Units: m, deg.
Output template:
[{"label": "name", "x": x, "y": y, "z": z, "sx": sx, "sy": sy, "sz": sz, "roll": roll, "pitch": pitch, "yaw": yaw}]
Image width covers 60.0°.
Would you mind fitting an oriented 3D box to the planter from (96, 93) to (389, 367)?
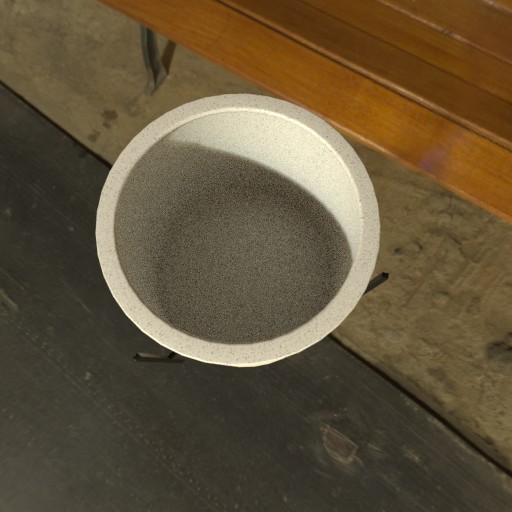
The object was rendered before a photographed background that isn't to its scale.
[{"label": "planter", "x": 0.000, "y": 0.000, "z": 0.542, "sx": 0.267, "sy": 0.362, "sz": 0.263, "roll": 0, "pitch": 76, "yaw": 0}]
